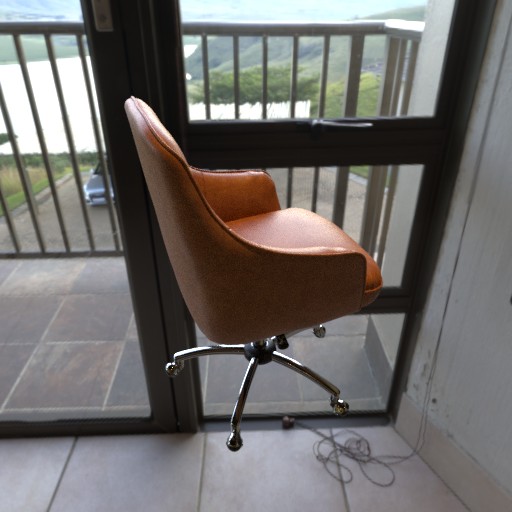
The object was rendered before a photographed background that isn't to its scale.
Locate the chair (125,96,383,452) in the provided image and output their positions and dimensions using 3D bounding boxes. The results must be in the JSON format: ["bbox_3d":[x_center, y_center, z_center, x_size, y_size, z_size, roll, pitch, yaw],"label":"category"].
[{"bbox_3d":[0.000,0.000,1.308,0.615,0.909,0.628,-11,32,-17],"label":"chair"}]
